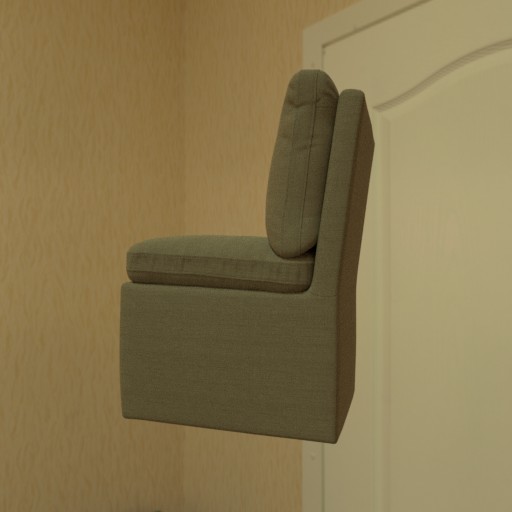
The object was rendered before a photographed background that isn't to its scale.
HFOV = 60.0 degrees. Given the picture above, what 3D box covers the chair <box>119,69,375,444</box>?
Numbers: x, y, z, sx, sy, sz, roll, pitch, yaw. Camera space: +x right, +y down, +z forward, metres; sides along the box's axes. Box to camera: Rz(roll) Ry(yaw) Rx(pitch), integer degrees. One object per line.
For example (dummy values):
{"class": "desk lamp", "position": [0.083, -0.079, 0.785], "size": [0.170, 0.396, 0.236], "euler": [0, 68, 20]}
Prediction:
{"class": "chair", "position": [0.000, 0.000, 1.376], "size": [0.698, 0.927, 0.503], "euler": [0, 0, 18]}
